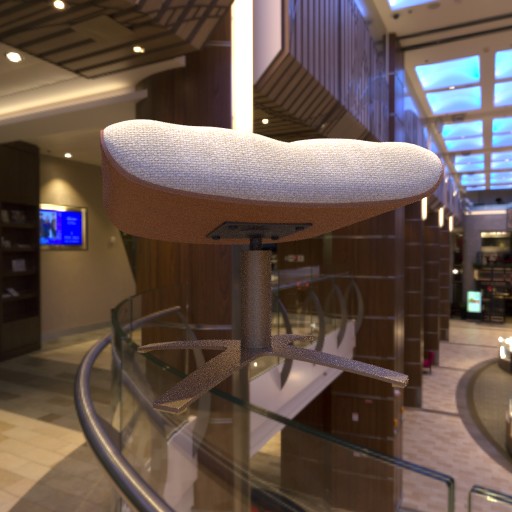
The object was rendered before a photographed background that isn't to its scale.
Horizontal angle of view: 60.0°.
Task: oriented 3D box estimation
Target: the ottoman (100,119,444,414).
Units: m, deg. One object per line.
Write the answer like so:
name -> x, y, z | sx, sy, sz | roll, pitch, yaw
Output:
ottoman -> 0.000, 0.000, 0.793 | 0.520, 0.391, 0.394 | 0, 1, -18
